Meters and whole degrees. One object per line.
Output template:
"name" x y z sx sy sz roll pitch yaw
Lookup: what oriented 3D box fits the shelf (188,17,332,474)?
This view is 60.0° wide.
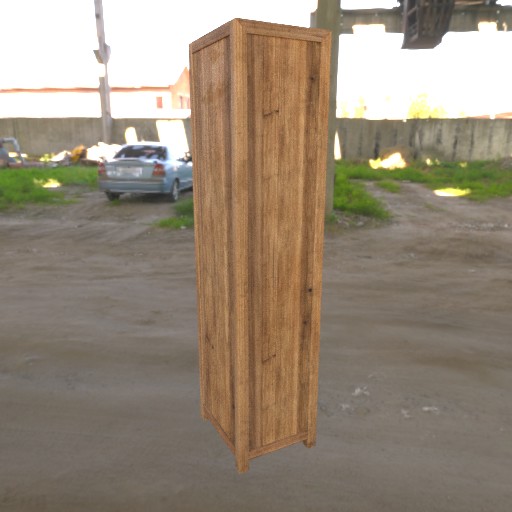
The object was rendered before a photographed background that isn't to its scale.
"shelf" 0.000 0.000 2.104 0.428 1.900 0.500 -7 16 -27
